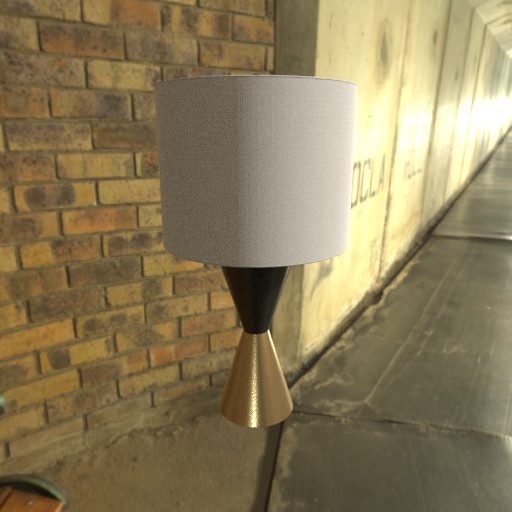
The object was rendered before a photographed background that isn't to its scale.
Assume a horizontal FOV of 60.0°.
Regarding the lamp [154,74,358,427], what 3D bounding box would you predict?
[{"bbox_3d":[0.000,0.000,0.749,0.304,0.573,0.304,-8,17,-26],"label":"lamp"}]
